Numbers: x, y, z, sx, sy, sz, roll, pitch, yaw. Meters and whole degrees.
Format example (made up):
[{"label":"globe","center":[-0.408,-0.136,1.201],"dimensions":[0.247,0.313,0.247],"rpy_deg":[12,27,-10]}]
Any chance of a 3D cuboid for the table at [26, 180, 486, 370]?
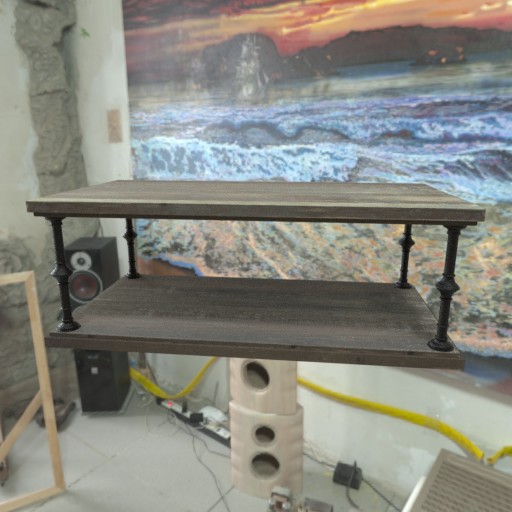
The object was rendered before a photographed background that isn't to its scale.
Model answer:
[{"label":"table","center":[0.000,0.000,1.357],"dimensions":[1.088,0.399,0.554],"rpy_deg":[2,15,6]}]
